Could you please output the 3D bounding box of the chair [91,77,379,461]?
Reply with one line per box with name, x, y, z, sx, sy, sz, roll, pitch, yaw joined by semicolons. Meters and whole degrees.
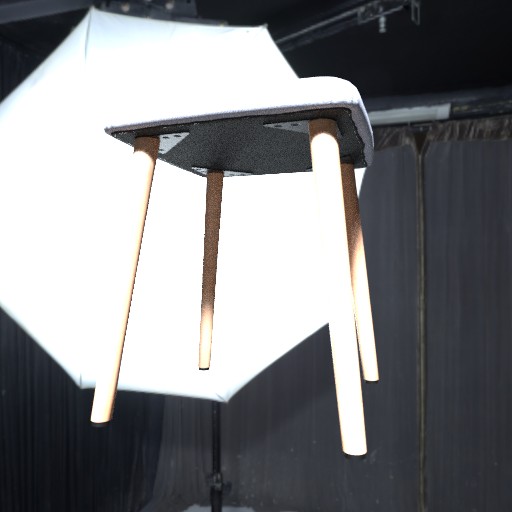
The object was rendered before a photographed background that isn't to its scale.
chair;0.000;0.000;0.683;0.350;0.440;0.350;0;-1;18
